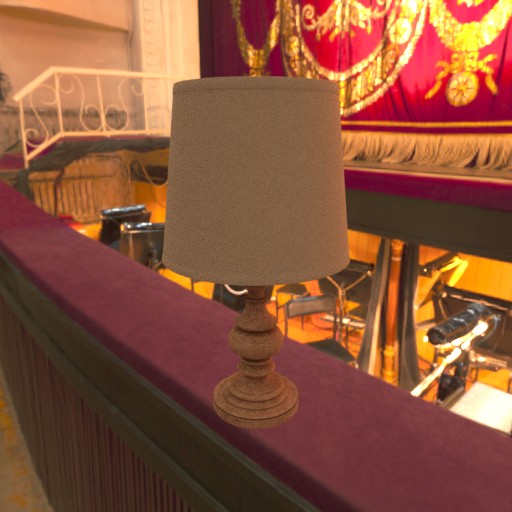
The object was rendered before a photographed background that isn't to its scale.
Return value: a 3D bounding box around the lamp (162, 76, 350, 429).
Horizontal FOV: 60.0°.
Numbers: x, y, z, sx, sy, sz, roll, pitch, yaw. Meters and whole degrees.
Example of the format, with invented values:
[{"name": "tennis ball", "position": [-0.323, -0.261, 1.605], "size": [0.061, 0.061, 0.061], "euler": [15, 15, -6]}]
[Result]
[{"name": "lamp", "position": [0.000, 0.000, 0.657], "size": [0.273, 0.497, 0.273], "euler": [0, 16, 0]}]
